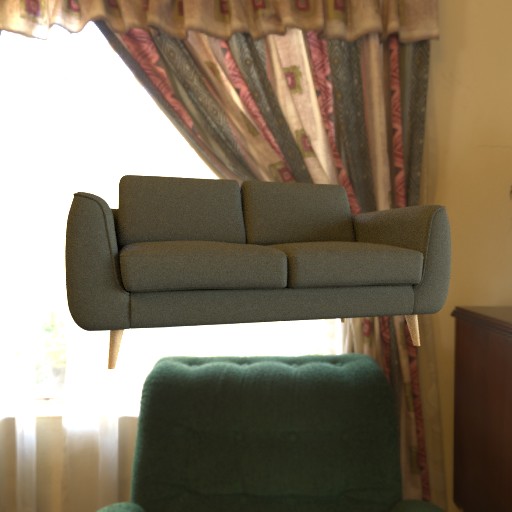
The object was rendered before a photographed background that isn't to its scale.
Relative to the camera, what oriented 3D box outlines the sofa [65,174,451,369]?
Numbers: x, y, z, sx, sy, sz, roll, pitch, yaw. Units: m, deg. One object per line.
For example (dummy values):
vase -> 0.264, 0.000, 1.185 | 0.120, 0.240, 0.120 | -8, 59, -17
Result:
sofa -> 0.000, 0.000, 2.227 | 1.700, 0.850, 0.920 | 0, 1, -18
